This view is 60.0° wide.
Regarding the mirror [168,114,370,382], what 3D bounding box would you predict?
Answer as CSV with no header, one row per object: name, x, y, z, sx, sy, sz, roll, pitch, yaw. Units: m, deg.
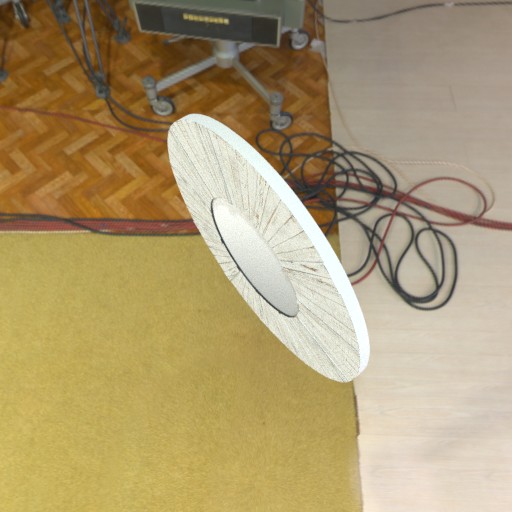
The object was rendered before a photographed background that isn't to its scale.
mirror,0.000,0.000,1.369,0.038,0.914,0.914,-35,68,-16
